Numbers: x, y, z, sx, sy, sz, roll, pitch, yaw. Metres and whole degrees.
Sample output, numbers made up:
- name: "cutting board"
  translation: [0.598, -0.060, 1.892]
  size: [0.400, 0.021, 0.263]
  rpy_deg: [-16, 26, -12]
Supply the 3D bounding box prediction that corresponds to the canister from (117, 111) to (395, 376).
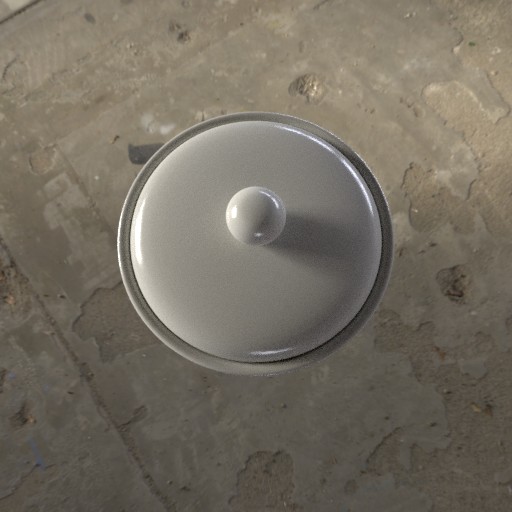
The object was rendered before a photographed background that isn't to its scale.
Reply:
- name: "canister"
  translation: [0.000, 0.000, 0.348]
  size: [0.182, 0.208, 0.182]
  rpy_deg: [0, 75, 0]
